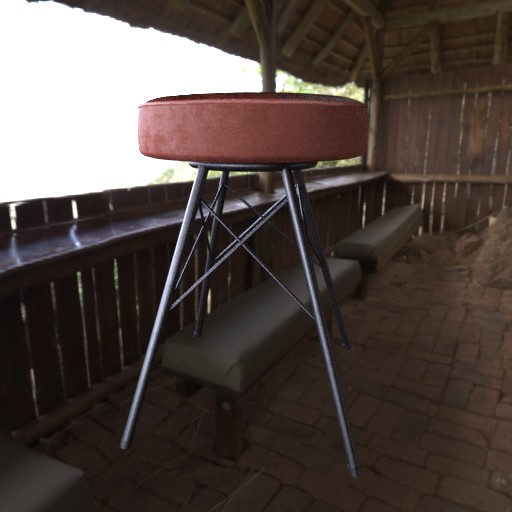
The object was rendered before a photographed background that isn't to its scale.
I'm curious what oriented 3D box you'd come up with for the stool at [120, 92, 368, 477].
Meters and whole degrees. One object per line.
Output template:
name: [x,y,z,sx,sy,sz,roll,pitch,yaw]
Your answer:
stool: [0.000,0.000,0.879,0.421,0.593,0.457,3,16,9]
